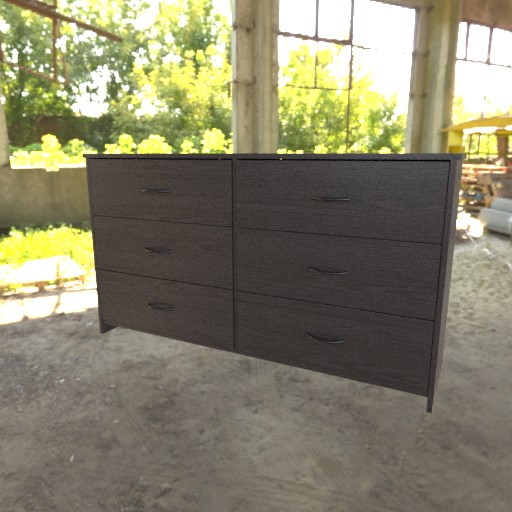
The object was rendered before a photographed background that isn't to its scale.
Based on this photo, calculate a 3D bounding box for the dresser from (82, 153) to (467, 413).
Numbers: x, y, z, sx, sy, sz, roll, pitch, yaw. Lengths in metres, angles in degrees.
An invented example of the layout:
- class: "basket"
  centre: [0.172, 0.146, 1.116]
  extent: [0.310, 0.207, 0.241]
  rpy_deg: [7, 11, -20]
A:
- class: "dresser"
  centre: [0.000, 0.000, 1.673]
  extent: [1.360, 0.755, 0.401]
  rpy_deg: [6, 14, 26]
